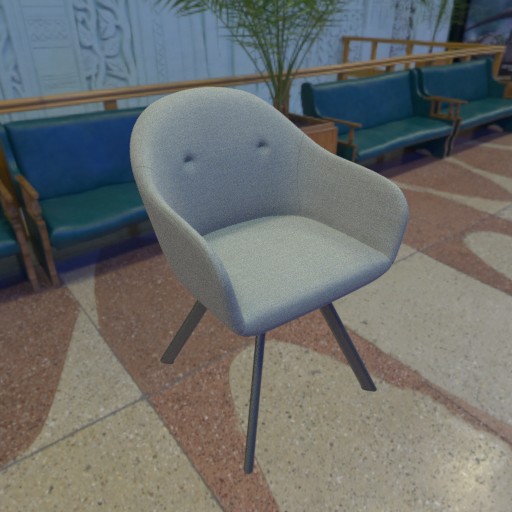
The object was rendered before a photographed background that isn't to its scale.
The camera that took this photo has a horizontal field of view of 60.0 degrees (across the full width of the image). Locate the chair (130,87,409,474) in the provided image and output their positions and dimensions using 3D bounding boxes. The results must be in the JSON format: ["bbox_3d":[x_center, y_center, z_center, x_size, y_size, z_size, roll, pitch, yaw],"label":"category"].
[{"bbox_3d":[0.000,0.000,1.174,0.540,0.780,0.570,-20,35,-31],"label":"chair"}]
